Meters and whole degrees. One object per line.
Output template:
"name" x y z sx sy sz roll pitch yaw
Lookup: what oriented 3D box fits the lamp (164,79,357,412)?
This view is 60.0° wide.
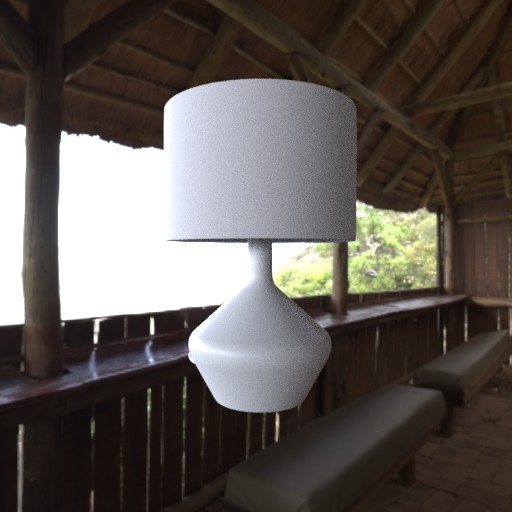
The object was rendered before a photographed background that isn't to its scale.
"lamp" 0.000 0.000 0.848 0.401 0.457 0.546 0 0 19
